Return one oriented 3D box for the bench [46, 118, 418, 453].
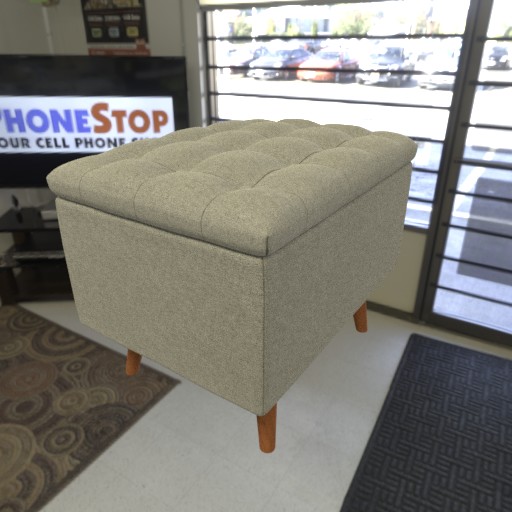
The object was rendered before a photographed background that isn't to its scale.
[{"bbox_3d":[0.000,0.000,0.878,0.417,0.469,0.572,17,31,31],"label":"bench"}]
